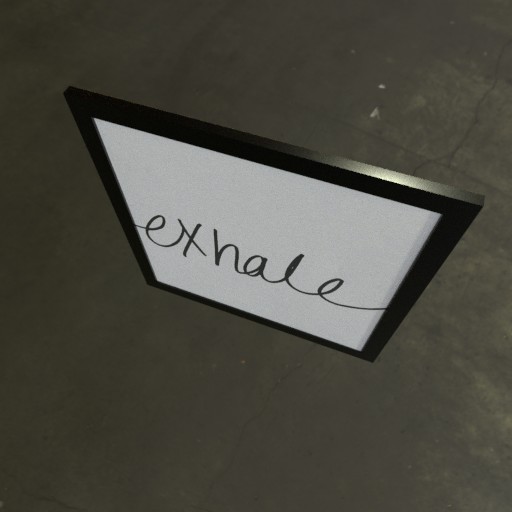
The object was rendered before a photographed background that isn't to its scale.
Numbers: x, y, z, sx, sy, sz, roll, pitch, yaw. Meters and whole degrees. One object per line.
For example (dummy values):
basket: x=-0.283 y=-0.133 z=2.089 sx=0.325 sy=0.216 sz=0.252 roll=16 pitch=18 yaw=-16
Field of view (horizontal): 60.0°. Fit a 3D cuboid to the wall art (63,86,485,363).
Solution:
wall art: x=0.000 y=0.000 z=0.635 sx=0.446 sy=0.445 sz=0.014 roll=18 pitch=60 yaw=11
